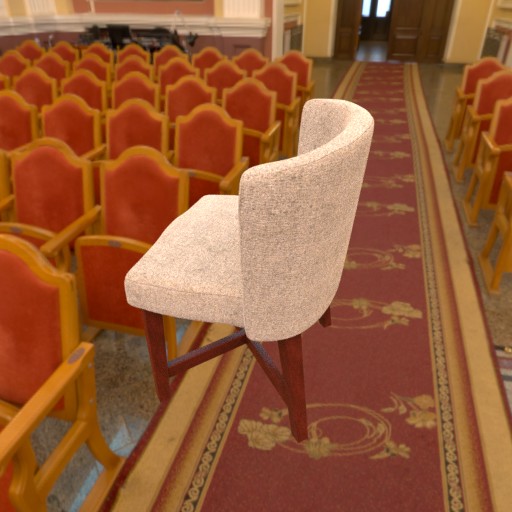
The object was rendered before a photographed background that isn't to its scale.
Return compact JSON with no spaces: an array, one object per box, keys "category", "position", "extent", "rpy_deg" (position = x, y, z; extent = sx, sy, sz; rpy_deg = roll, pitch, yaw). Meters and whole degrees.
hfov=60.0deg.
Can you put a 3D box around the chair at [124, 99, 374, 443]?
[{"category":"chair","position":[0.000,0.000,1.306],"extent":[0.575,0.827,0.728],"rpy_deg":[8,31,13]}]
